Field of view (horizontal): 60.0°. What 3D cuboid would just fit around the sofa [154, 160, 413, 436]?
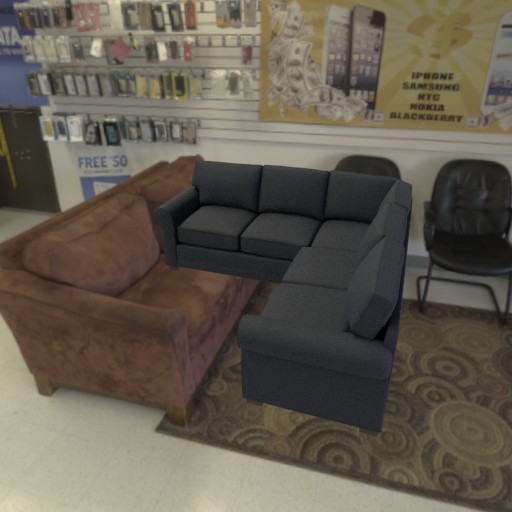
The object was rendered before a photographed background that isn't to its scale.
[{"bbox_3d":[0.000,0.000,3.914,2.487,1.042,2.562,9,28,17],"label":"sofa"}]
